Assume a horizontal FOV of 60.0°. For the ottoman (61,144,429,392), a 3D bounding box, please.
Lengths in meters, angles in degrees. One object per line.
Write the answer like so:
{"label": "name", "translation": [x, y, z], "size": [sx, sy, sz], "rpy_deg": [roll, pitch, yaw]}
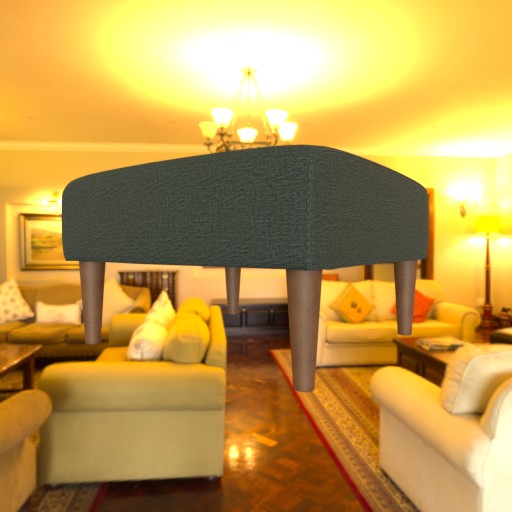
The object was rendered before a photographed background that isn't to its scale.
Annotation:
{"label": "ottoman", "translation": [0.000, 0.000, 1.062], "size": [0.650, 0.398, 0.649], "rpy_deg": [1, 2, 35]}
